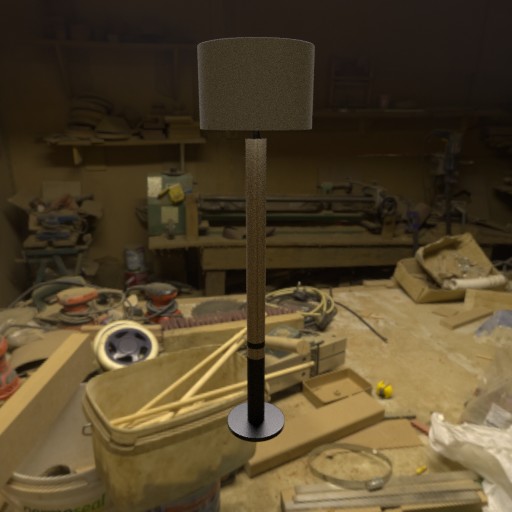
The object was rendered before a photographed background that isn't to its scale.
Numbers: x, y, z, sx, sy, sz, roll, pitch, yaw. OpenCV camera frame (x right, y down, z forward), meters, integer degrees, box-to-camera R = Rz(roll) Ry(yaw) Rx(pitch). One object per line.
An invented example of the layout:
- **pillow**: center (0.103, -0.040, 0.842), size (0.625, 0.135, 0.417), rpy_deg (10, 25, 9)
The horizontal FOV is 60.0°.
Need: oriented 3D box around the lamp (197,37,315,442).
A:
- **lamp**: center (0.000, 0.000, 1.661), size (0.381, 1.478, 0.381), rpy_deg (-3, 18, -10)
